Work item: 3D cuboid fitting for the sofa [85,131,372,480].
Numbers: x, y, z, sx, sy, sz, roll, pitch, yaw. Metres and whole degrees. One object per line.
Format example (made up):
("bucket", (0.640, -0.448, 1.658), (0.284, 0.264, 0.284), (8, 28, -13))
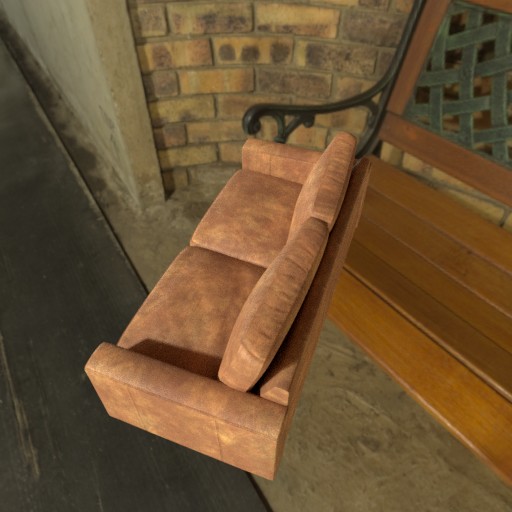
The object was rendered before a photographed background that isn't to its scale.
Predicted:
("sofa", (0.000, 0.000, 2.769), (1.016, 0.873, 2.179), (15, 48, 14))
